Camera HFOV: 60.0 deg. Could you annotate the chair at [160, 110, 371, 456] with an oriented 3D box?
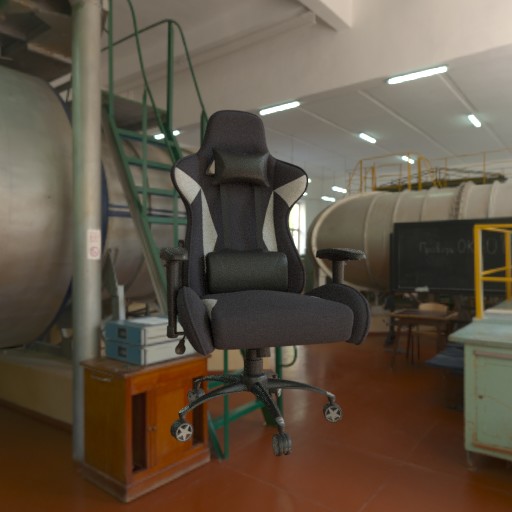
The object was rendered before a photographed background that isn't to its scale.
[{"bbox_3d":[0.000,0.000,1.715,0.730,1.300,0.695,0,0,-18],"label":"chair"}]
